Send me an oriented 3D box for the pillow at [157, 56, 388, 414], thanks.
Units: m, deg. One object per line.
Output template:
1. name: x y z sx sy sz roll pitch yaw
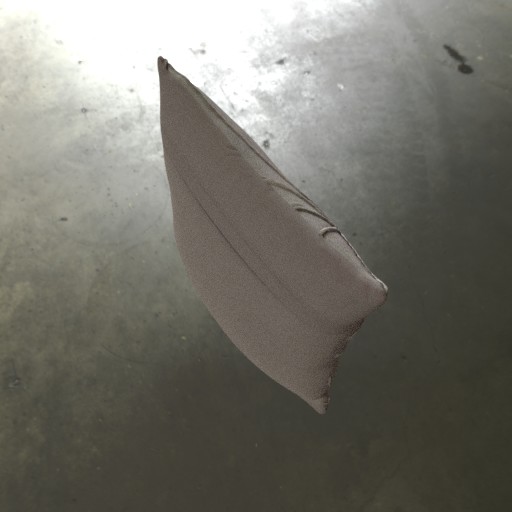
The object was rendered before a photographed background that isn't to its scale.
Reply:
1. pillow: 0.000 0.000 0.669 0.185 0.440 0.439 -31 64 -17
